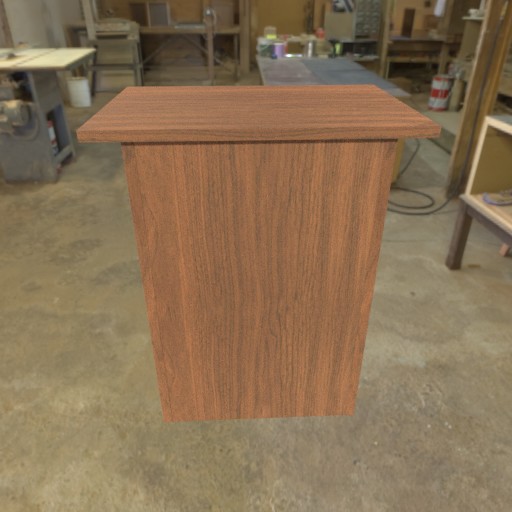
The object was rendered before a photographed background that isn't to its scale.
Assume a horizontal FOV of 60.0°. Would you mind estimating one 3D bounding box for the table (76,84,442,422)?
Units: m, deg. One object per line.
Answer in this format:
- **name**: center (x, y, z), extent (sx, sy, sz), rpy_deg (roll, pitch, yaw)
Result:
- **table**: center (0.000, 0.000, 1.067), extent (0.589, 0.711, 0.406), rpy_deg (-1, 30, -2)
